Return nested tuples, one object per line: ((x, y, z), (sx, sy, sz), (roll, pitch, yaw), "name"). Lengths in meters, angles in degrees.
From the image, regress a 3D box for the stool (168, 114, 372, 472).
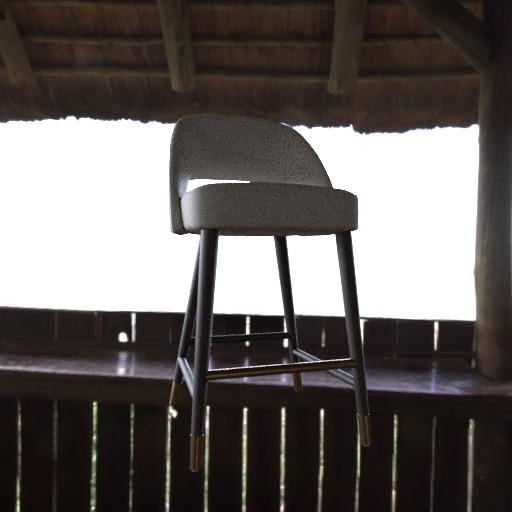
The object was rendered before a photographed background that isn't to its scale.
((0.000, 0.000, 1.269), (0.494, 0.940, 0.509), (0, 1, -17), "stool")
